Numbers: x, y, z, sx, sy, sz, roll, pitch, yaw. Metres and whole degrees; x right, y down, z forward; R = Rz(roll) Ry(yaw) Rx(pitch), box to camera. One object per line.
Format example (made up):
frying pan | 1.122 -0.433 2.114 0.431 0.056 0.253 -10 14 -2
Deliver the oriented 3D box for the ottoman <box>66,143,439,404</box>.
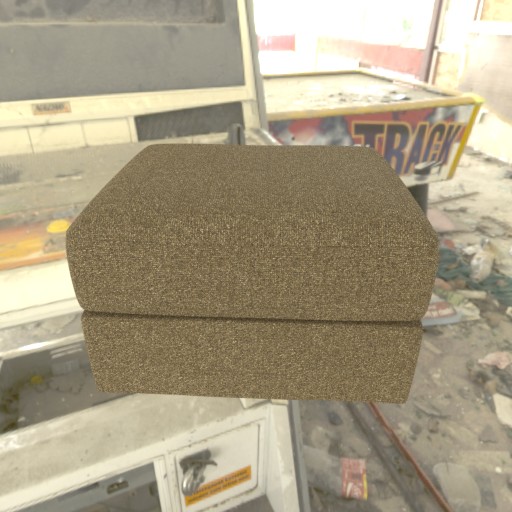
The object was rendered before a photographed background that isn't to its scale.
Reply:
ottoman | 0.000 0.000 1.148 0.742 0.476 0.598 1 29 2
